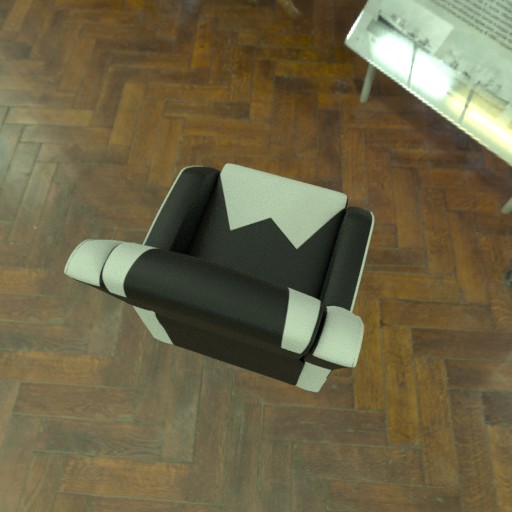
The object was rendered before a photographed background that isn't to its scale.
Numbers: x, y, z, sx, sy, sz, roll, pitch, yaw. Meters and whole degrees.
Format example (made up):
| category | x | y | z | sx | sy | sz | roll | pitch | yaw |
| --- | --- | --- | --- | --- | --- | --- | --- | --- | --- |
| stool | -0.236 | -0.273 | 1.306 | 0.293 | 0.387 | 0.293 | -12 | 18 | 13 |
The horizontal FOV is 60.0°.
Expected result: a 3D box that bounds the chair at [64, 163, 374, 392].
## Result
| category | x | y | z | sx | sy | sz | roll | pitch | yaw |
| --- | --- | --- | --- | --- | --- | --- | --- | --- | --- |
| chair | 0.000 | 0.000 | 1.315 | 0.620 | 0.805 | 0.672 | 16 | 64 | 8 |
